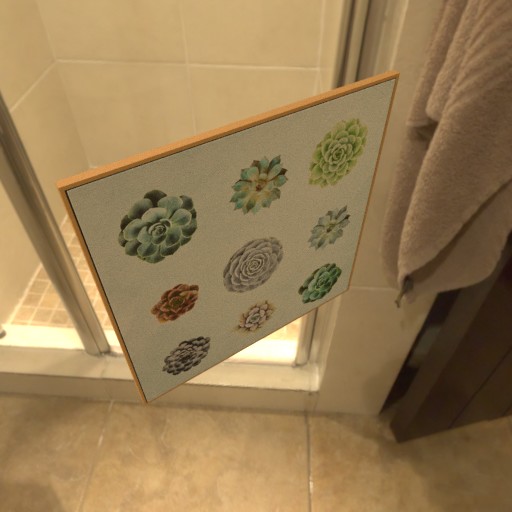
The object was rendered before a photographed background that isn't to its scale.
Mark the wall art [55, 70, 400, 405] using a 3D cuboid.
[{"bbox_3d":[0.000,0.000,0.674,0.457,0.455,0.013,-26,51,-23],"label":"wall art"}]
